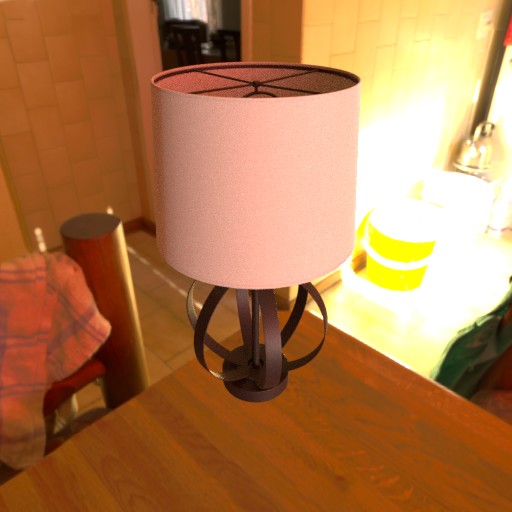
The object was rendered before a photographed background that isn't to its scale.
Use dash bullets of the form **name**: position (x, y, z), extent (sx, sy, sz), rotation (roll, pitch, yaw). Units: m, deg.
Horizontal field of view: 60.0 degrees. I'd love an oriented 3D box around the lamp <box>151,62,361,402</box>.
- **lamp**: position (0.000, 0.000, 0.671), extent (0.286, 0.510, 0.286), rotation (0, 31, 0)
